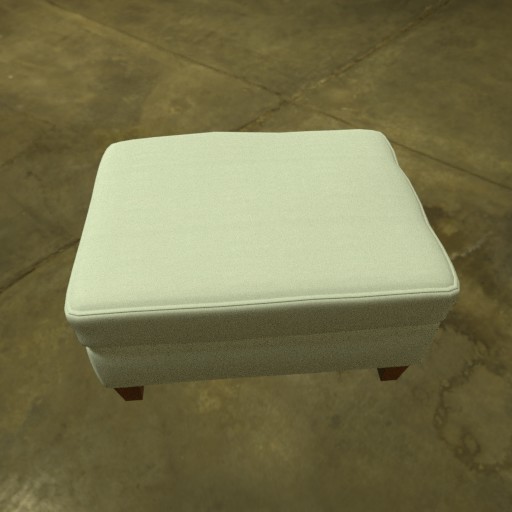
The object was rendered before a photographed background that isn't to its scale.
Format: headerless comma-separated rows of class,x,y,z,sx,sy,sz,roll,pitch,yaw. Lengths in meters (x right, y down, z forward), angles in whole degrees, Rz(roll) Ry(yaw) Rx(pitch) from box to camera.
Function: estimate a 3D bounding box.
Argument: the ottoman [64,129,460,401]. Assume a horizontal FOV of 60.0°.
ottoman,0.000,0.000,1.226,0.818,0.496,0.634,-3,47,-3
